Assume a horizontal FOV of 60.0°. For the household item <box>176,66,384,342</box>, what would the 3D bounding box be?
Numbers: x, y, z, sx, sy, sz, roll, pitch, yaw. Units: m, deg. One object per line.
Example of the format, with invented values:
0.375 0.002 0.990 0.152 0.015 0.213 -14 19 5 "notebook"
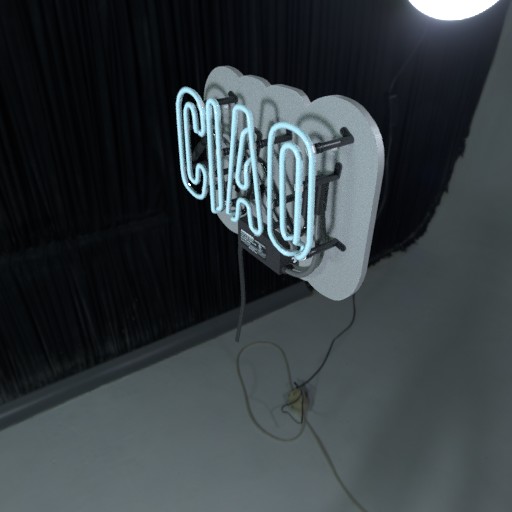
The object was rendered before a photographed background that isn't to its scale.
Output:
0.000 0.000 0.396 0.042 0.294 0.211 -21 38 -29 "household item"
